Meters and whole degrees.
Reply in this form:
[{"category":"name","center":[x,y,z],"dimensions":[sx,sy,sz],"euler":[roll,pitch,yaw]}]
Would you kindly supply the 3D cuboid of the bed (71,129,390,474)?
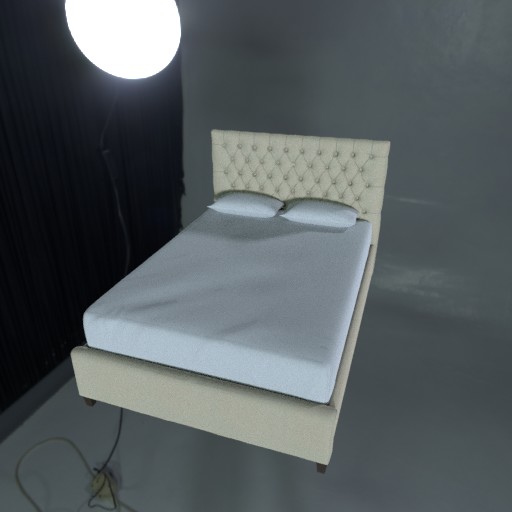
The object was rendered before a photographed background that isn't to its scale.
[{"category":"bed","center":[0.000,0.000,3.429],"dimensions":[1.698,1.427,2.387],"euler":[9,28,17]}]
